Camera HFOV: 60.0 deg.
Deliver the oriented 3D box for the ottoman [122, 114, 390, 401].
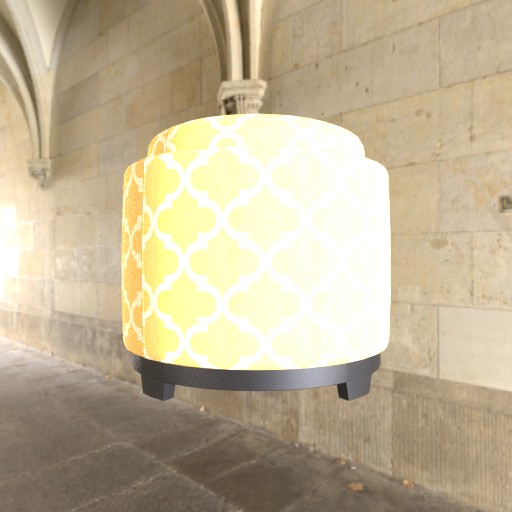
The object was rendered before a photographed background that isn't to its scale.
[{"bbox_3d":[0.000,0.000,0.827,0.480,0.429,0.480,0,-1,0],"label":"ottoman"}]
